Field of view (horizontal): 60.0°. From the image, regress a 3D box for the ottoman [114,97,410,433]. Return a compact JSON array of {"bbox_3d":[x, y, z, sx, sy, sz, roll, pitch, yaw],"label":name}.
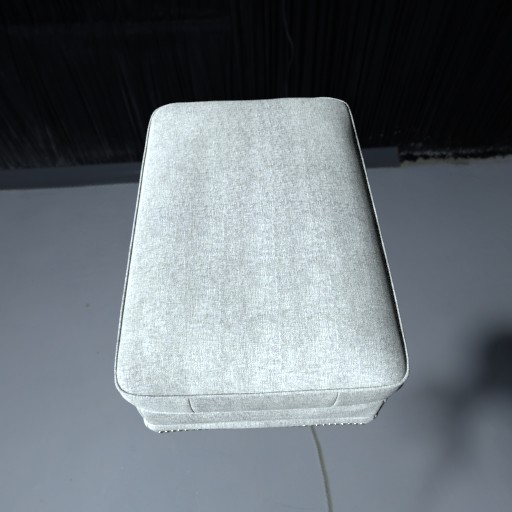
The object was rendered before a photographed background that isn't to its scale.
[{"bbox_3d":[0.000,0.000,1.147,0.561,0.457,0.813,-2,58,-1],"label":"ottoman"}]
